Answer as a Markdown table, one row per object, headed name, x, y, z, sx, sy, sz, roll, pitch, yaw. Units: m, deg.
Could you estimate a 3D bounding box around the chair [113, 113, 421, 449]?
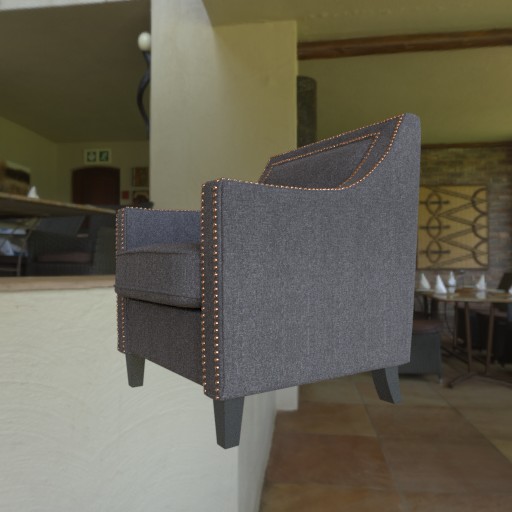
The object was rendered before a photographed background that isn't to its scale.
| name | x | y | z | sx | sy | sz | roll | pitch | yaw |
| --- | --- | --- | --- | --- | --- | --- | --- | --- | --- |
| chair | 0.000 | 0.000 | 1.575 | 0.884 | 0.967 | 0.776 | 1 | -1 | -35 |
